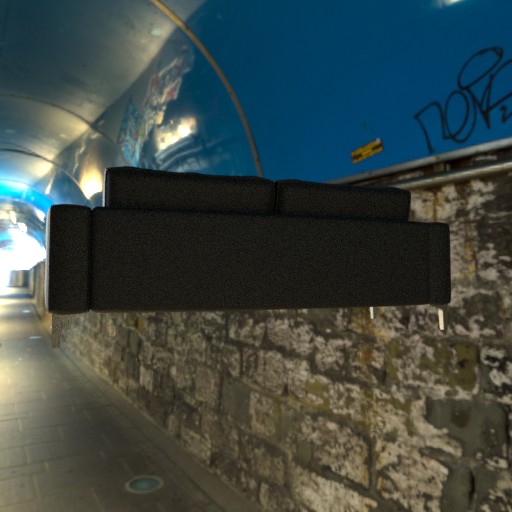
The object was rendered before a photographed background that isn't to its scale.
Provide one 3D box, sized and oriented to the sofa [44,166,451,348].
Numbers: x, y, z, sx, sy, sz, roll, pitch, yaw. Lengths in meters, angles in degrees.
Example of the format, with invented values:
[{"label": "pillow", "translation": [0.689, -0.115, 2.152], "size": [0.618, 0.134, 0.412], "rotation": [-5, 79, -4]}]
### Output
[{"label": "sofa", "translation": [0.000, 0.000, 2.715], "size": [2.275, 0.893, 0.833], "rotation": [1, -3, -19]}]
